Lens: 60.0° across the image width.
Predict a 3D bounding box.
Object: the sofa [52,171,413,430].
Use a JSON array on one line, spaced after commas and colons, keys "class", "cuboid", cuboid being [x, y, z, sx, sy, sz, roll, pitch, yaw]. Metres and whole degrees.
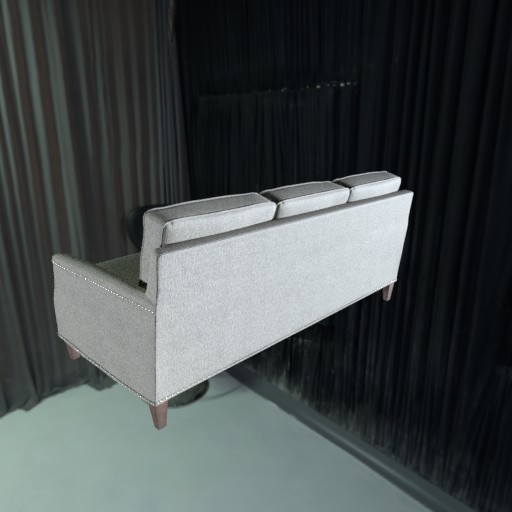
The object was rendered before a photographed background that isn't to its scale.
[{"class": "sofa", "cuboid": [0.000, 0.000, 2.889, 1.084, 1.003, 2.246, 16, 23, 42]}]
